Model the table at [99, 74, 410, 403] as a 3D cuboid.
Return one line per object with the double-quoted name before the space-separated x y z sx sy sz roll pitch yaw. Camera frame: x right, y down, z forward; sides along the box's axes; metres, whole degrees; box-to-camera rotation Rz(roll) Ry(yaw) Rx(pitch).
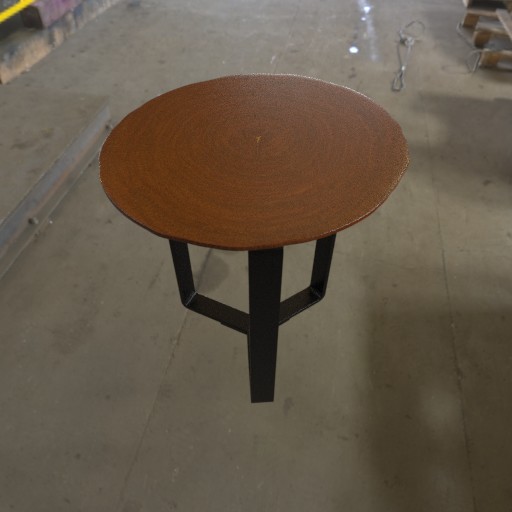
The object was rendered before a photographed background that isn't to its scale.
"table" 0.000 0.000 0.752 0.410 0.450 0.380 -26 52 -22
